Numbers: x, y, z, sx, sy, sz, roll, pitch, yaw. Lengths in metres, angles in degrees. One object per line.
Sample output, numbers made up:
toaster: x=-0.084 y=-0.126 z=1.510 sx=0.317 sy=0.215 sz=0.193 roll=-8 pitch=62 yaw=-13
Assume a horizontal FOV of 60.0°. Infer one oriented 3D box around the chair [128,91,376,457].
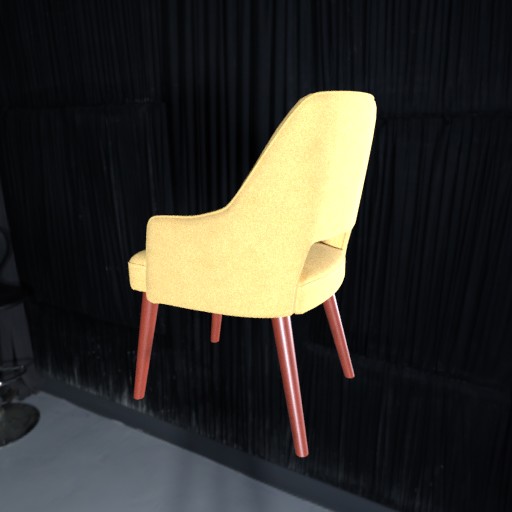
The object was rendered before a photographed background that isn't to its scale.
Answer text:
chair: x=0.000 y=0.000 z=1.260 sx=0.605 sy=0.849 sz=0.548 roll=8 pitch=18 yaw=27
